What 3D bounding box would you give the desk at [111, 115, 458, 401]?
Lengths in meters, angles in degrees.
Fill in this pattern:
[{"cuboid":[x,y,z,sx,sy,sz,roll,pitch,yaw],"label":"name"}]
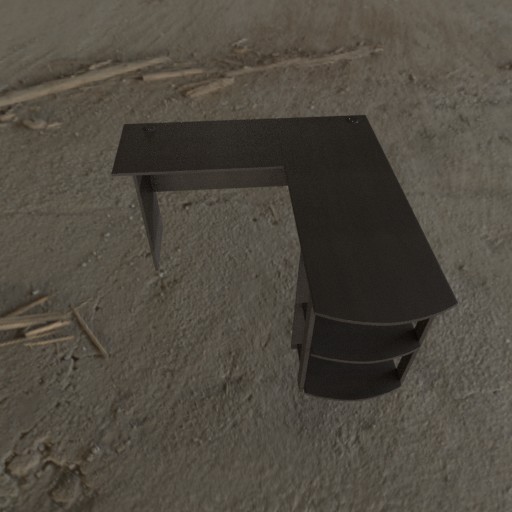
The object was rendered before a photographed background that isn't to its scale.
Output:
[{"cuboid":[0.000,0.000,2.172,1.303,0.716,1.361,-3,46,-3],"label":"desk"}]
